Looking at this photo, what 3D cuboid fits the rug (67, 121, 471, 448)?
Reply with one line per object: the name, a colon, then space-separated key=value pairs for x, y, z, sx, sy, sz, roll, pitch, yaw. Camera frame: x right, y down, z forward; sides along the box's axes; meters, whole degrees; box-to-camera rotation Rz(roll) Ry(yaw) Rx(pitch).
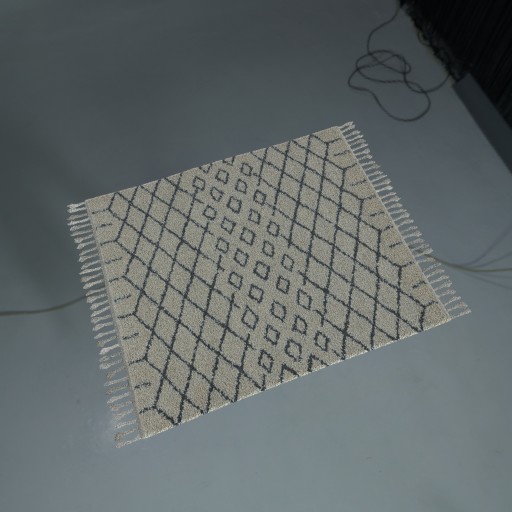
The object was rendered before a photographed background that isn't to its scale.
rug: x=0.000 y=0.000 z=4.191 sx=3.213 sy=0.030 sz=2.388 roll=-19 pitch=65 yaw=-9
